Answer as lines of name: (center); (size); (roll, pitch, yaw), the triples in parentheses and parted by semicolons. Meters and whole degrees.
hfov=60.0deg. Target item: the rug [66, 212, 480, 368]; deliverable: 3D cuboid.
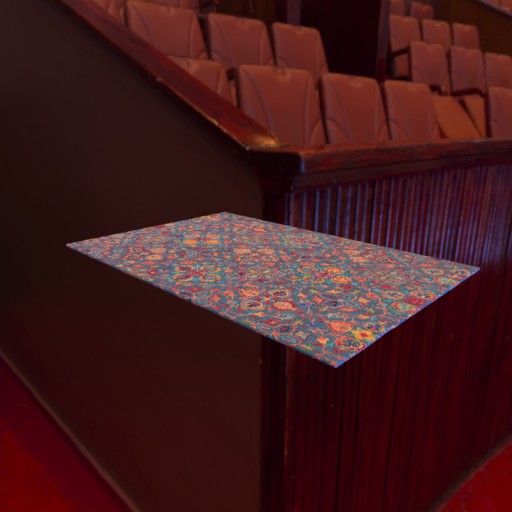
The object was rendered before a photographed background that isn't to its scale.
rug: (0.000, 0.000, 2.328); (1.836, 0.014, 1.216); (16, 24, 42)
